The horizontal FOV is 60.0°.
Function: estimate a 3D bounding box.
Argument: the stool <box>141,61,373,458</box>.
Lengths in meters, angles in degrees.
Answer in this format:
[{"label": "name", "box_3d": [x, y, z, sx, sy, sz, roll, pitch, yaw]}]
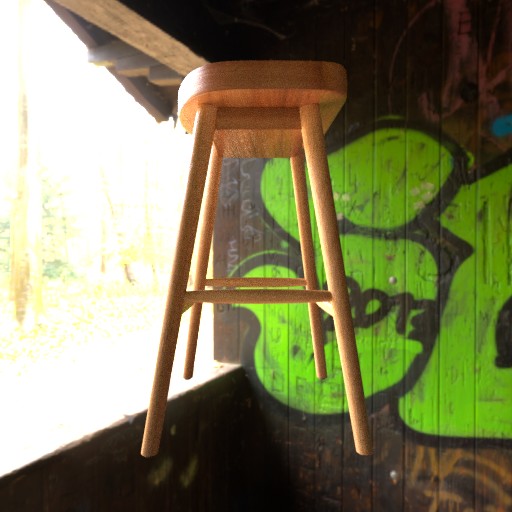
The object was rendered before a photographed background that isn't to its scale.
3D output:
[{"label": "stool", "box_3d": [0.000, 0.000, 0.893, 0.361, 0.615, 0.440, 0, 1, -1]}]
